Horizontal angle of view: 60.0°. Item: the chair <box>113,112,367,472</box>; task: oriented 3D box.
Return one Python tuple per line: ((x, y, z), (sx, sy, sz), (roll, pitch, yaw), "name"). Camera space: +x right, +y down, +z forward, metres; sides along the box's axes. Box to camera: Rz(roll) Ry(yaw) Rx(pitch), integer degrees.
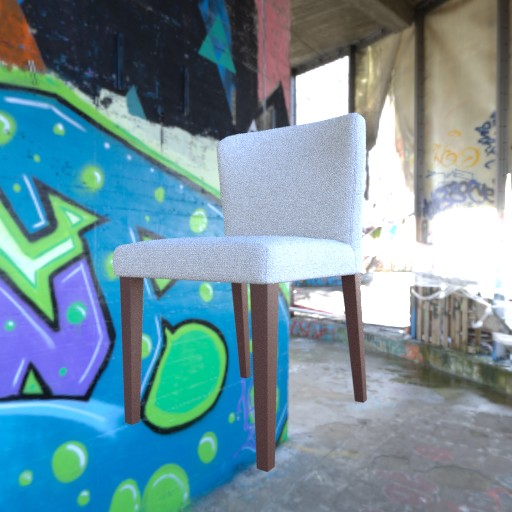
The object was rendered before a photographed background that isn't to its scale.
((0.000, 0.000, 1.205), (0.491, 0.839, 0.589), (1, 1, 35), "chair")
